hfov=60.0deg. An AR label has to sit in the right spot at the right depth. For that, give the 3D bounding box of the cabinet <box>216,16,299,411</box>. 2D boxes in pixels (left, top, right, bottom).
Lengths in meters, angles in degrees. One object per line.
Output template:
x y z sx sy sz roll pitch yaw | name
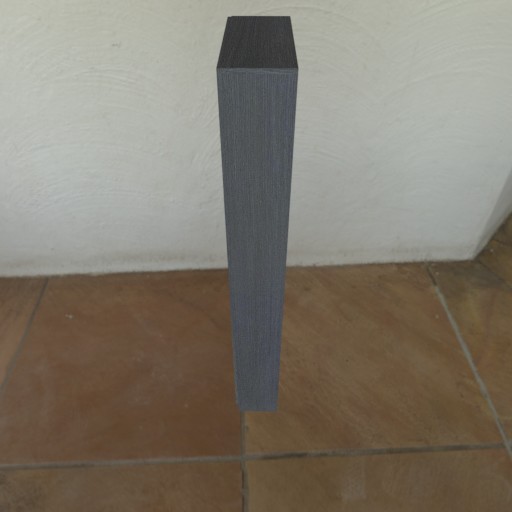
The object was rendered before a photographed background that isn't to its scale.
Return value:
0.000 0.000 1.951 0.230 1.790 0.500 1 42 1 | cabinet
